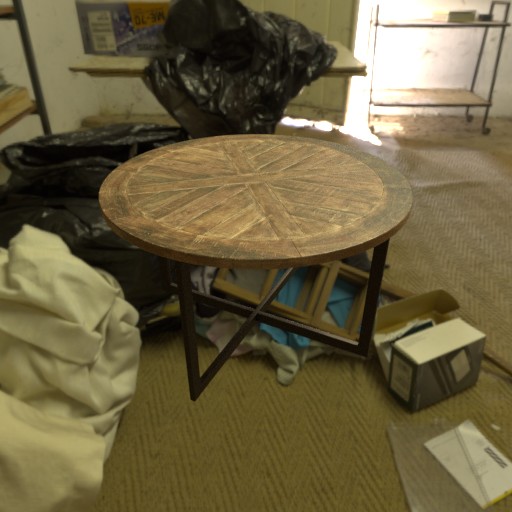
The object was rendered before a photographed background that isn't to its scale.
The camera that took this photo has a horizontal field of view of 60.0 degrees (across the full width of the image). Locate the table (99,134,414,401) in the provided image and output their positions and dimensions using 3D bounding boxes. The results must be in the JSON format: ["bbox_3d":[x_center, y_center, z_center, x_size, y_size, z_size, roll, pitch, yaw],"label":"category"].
[{"bbox_3d":[0.000,0.000,2.056,1.264,0.762,1.264,0,32,0],"label":"table"}]
